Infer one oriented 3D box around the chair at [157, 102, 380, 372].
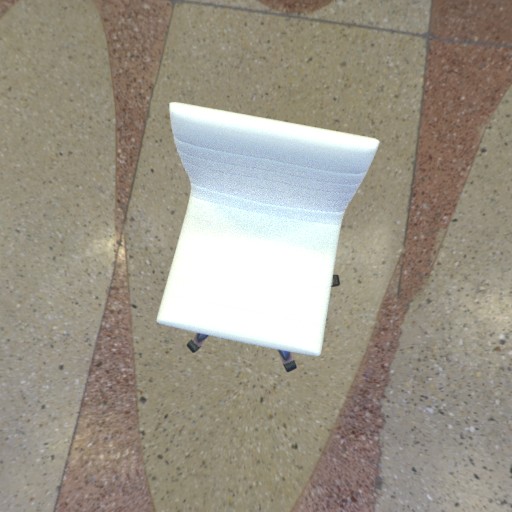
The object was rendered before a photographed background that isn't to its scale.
[{"bbox_3d":[0.000,0.000,1.133,0.556,0.780,0.530,11,76,3],"label":"chair"}]
